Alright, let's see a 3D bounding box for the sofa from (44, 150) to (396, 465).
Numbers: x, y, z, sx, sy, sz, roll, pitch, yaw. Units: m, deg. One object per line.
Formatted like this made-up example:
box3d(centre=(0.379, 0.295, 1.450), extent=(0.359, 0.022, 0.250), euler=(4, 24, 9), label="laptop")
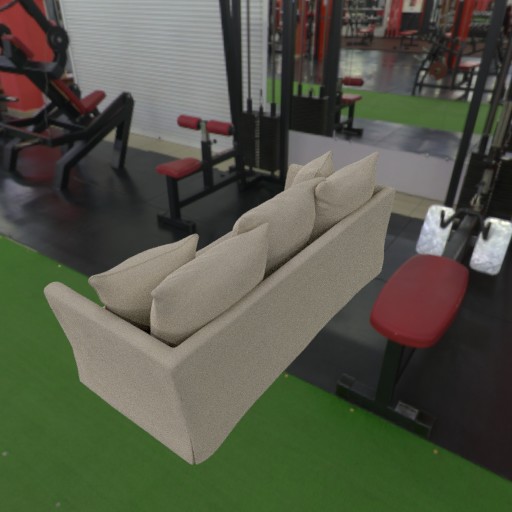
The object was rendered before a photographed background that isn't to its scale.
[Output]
box3d(centre=(0.000, 0.000, 3.084), extent=(1.046, 1.047, 2.499), euler=(21, 37, 31), label="sofa")
